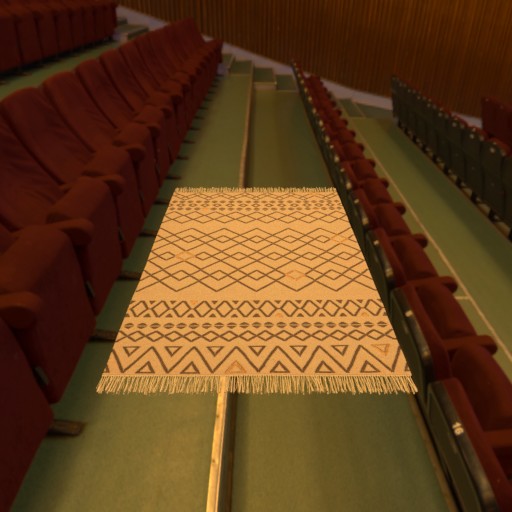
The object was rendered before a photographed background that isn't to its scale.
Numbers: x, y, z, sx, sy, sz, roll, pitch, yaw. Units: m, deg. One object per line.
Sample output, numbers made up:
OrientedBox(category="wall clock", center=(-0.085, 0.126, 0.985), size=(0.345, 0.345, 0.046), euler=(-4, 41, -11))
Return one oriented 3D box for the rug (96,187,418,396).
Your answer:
OrientedBox(category="rug", center=(0.000, 0.000, 2.528), size=(1.224, 0.028, 2.023), euler=(0, 31, 0))
